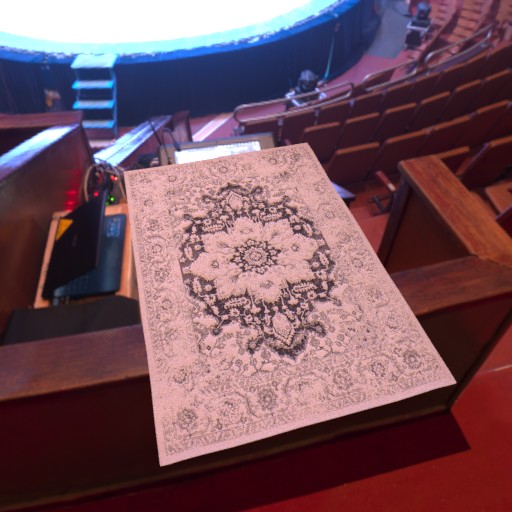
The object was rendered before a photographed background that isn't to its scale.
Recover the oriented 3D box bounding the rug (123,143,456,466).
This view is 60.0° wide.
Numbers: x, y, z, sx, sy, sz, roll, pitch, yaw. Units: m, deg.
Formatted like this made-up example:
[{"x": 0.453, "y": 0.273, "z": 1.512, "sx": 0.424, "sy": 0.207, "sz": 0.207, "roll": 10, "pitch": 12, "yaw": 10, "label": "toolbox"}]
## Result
[{"x": 0.000, "y": 0.000, "z": 2.302, "sx": 1.223, "sy": 0.008, "sz": 1.813, "roll": -12, "pitch": 49, "yaw": -10, "label": "rug"}]
